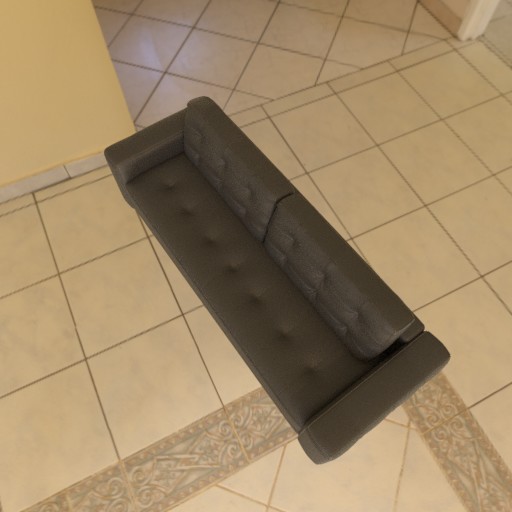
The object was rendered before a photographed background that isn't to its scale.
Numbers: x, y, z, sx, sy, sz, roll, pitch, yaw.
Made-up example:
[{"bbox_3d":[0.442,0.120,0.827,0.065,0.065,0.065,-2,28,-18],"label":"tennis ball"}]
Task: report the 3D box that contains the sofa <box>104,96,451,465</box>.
[{"bbox_3d":[0.000,0.000,2.690,0.833,0.893,2.275,-33,67,-16],"label":"sofa"}]
